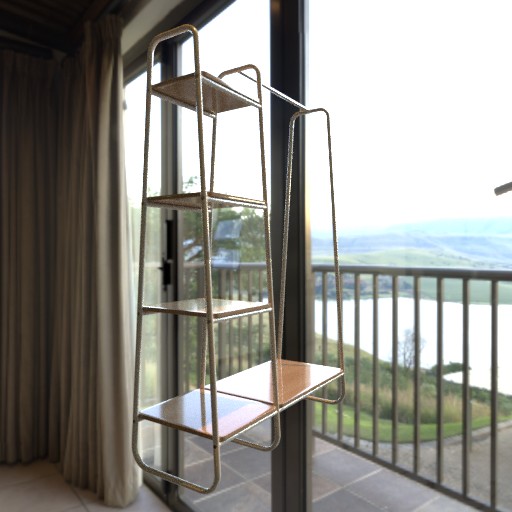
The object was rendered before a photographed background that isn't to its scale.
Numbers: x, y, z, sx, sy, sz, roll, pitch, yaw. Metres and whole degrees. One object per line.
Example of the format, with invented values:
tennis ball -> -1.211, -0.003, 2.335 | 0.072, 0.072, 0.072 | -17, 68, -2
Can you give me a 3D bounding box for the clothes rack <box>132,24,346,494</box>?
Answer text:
clothes rack -> 0.000, 0.000, 1.880 | 0.400, 1.500, 1.011 | 0, 1, 34
